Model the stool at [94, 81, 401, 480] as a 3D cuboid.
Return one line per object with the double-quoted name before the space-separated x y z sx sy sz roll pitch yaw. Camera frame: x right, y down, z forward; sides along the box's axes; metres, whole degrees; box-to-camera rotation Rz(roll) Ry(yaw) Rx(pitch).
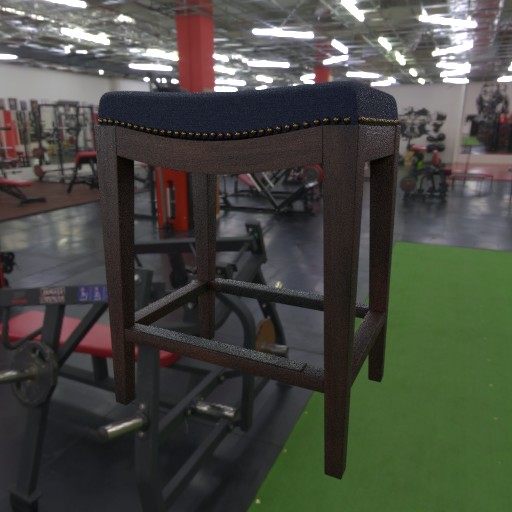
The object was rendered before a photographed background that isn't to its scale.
"stool" 0.000 0.000 0.921 0.500 0.642 0.361 8 18 25
